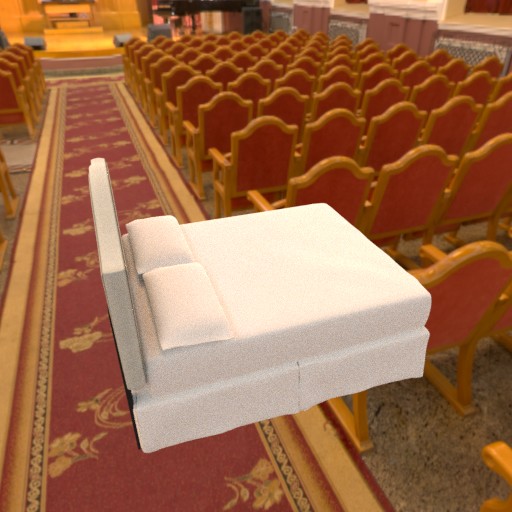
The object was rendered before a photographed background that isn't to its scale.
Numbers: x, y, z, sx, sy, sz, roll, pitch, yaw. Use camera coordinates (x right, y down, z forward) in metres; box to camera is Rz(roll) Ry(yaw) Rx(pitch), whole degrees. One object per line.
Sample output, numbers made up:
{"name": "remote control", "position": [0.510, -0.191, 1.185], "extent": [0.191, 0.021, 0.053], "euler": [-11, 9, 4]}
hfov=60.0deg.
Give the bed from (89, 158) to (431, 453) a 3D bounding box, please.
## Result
{"name": "bed", "position": [0.000, 0.000, 3.406], "extent": [2.180, 1.607, 1.813], "euler": [-10, 33, -16]}
